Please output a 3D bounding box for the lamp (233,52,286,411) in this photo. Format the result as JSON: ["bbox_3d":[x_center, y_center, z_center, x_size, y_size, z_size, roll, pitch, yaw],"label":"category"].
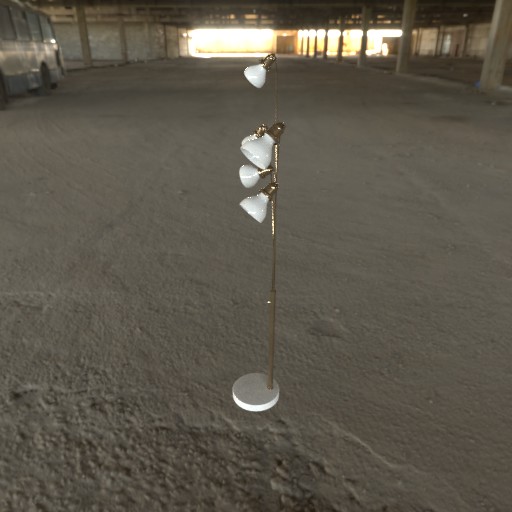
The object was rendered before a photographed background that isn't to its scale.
[{"bbox_3d":[0.000,0.000,2.914,0.361,2.423,1.405,0,26,0],"label":"lamp"}]
